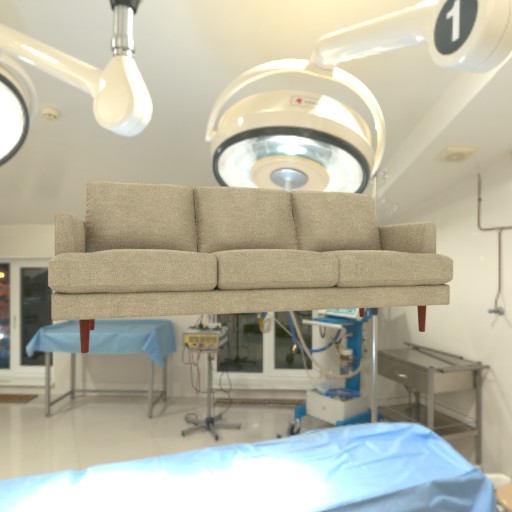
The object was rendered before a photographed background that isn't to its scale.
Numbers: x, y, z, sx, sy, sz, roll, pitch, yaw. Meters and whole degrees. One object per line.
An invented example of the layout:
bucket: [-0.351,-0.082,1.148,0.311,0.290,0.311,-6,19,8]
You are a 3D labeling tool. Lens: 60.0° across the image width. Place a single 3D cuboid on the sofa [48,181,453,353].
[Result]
sofa: [0.000,0.000,2.740,2.246,0.930,0.903,0,0,-18]
